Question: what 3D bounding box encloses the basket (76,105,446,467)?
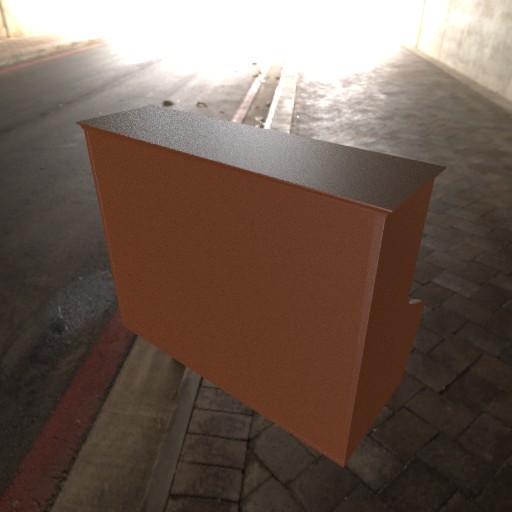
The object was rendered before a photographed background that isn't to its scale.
[{"bbox_3d":[0.000,0.000,1.130,0.792,0.625,0.376,22,38,32],"label":"basket"}]
